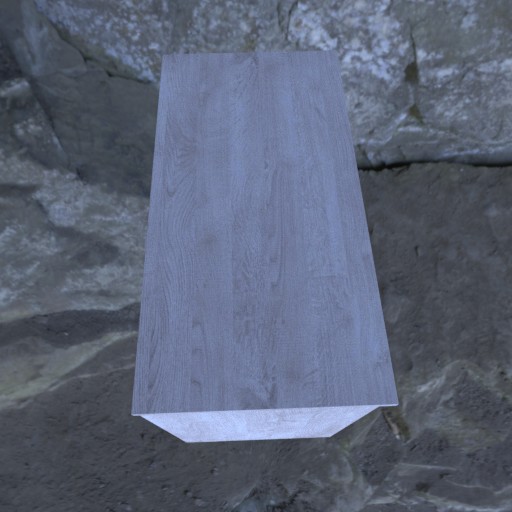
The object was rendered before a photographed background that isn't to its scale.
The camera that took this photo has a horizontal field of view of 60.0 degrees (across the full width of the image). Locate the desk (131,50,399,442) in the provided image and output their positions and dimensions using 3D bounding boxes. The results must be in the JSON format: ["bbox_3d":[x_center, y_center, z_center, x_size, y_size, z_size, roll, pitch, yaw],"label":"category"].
[{"bbox_3d":[0.000,0.000,1.503,0.560,0.735,1.097,-2,63,-1],"label":"desk"}]
